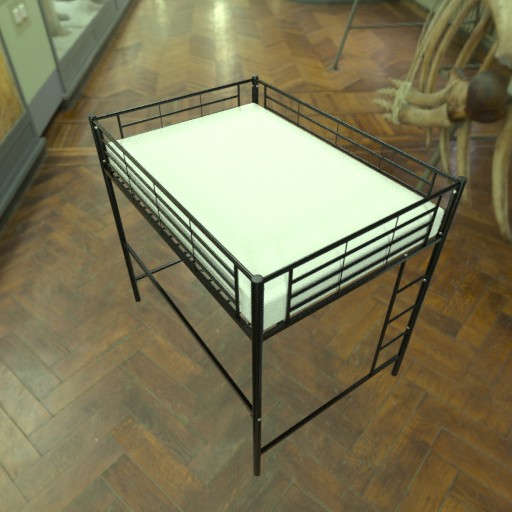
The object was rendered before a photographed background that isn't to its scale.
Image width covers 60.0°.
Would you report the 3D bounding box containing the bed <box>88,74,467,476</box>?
[{"bbox_3d":[0.000,0.000,3.270,1.397,1.803,1.994,-25,47,-26],"label":"bed"}]
